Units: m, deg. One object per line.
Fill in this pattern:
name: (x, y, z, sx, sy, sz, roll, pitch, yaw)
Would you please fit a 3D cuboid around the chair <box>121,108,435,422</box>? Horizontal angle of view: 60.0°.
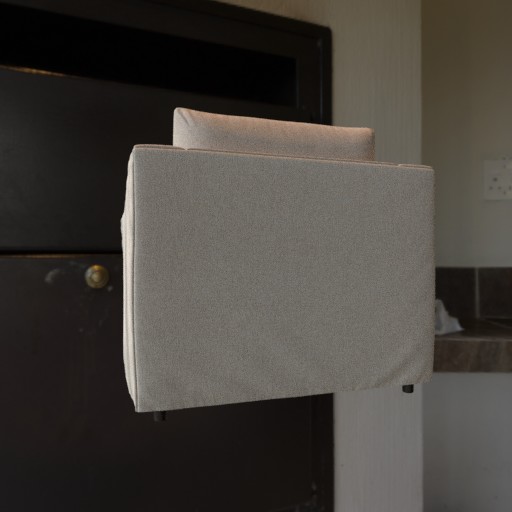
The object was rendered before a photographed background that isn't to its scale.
chair: (0.000, 0.000, 2.070, 1.194, 1.093, 1.071, 0, 0, -18)
